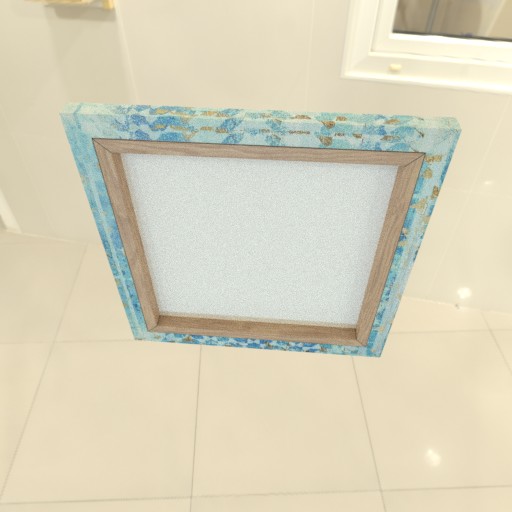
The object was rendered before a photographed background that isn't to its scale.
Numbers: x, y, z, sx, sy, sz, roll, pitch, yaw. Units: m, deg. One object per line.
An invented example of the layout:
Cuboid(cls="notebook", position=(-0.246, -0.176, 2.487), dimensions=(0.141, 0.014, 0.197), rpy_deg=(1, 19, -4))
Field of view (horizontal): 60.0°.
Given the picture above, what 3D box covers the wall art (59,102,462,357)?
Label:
Cuboid(cls="wall art", position=(0.000, 0.000, 0.894), dimensions=(0.609, 0.609, 0.040), rpy_deg=(4, 45, 4))
